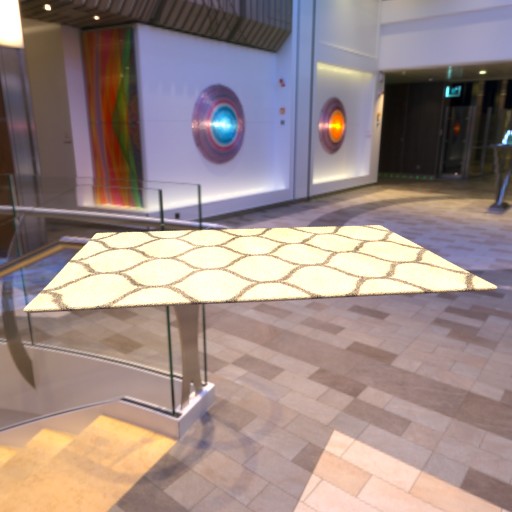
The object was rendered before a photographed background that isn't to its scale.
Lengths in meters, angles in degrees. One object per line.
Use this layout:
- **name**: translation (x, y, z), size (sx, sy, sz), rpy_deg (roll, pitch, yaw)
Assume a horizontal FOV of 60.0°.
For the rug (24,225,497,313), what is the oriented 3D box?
- **rug**: translation (0.000, 0.000, 3.344), size (2.701, 0.026, 1.801), rpy_deg (-2, 16, -7)
